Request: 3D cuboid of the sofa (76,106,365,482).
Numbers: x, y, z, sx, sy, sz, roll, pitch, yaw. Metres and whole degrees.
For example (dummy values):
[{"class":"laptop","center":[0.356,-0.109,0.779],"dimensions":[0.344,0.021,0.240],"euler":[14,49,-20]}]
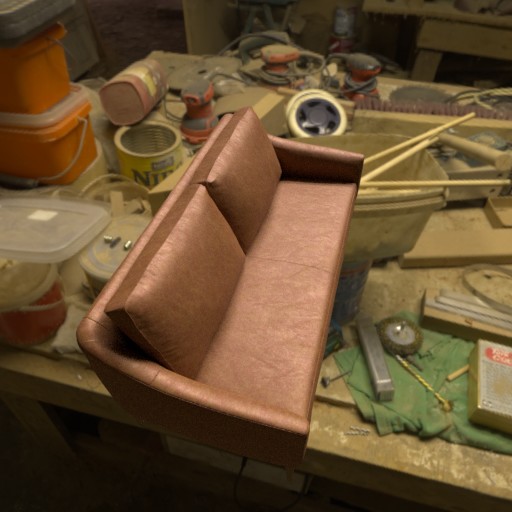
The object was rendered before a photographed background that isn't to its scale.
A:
[{"class":"sofa","center":[0.000,0.000,2.530],"dimensions":[0.981,0.945,2.036],"euler":[11,46,11]}]
